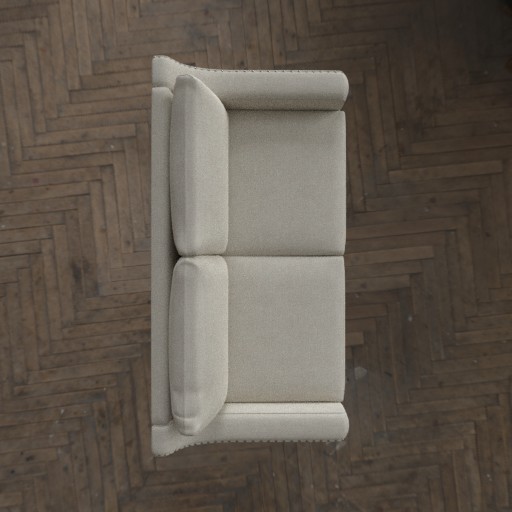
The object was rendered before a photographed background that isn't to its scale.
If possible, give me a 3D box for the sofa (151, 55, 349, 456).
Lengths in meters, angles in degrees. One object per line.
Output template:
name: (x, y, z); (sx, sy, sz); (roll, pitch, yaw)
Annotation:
sofa: (0.000, 0.000, 2.656); (1.104, 0.983, 2.107); (0, 90, -1)
